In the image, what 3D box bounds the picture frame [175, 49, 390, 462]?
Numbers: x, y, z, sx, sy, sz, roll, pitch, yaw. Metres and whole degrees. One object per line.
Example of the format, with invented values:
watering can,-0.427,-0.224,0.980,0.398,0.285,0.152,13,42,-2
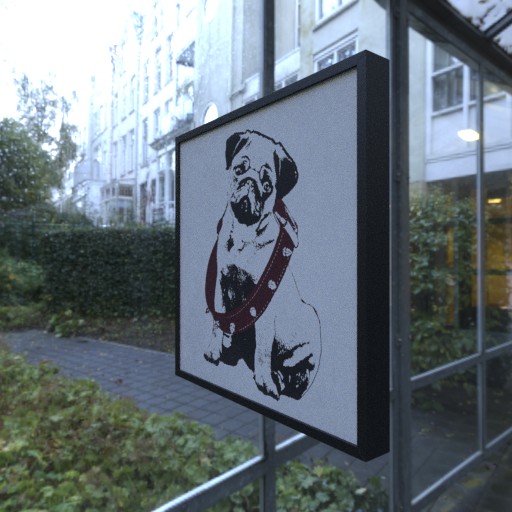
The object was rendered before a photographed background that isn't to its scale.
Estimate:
picture frame,0.000,0.000,0.475,0.030,0.317,0.317,0,0,-37
